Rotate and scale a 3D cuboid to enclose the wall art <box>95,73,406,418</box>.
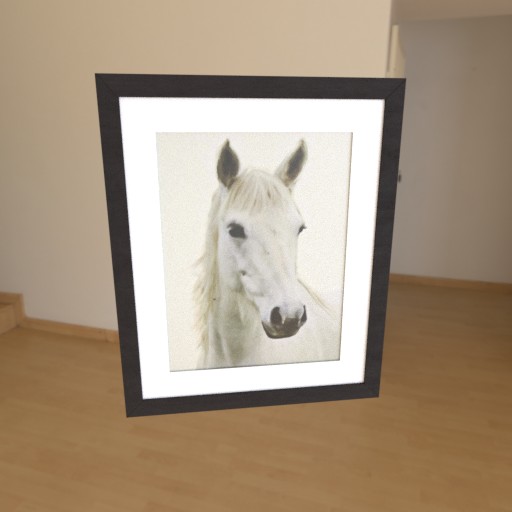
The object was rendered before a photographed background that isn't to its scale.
[{"bbox_3d":[0.000,0.000,0.734,0.455,0.552,0.034,-2,16,-7],"label":"wall art"}]
